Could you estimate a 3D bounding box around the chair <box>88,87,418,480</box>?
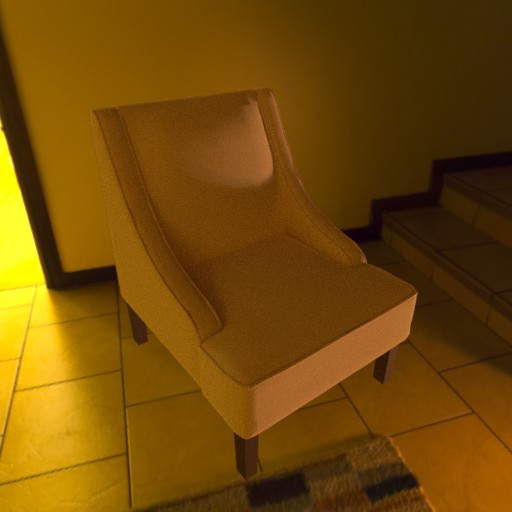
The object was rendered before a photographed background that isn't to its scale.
[{"bbox_3d":[0.000,0.000,1.434,0.689,0.886,0.806,-21,35,-32],"label":"chair"}]
